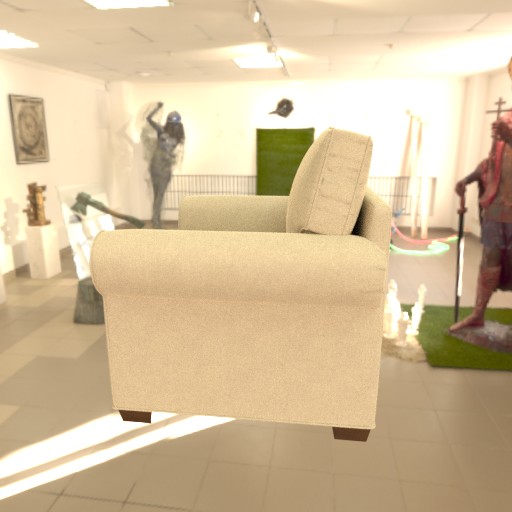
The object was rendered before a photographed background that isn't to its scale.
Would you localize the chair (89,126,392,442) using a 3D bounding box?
[{"bbox_3d":[0.000,0.000,1.726,0.863,0.955,1.040,2,15,7],"label":"chair"}]
